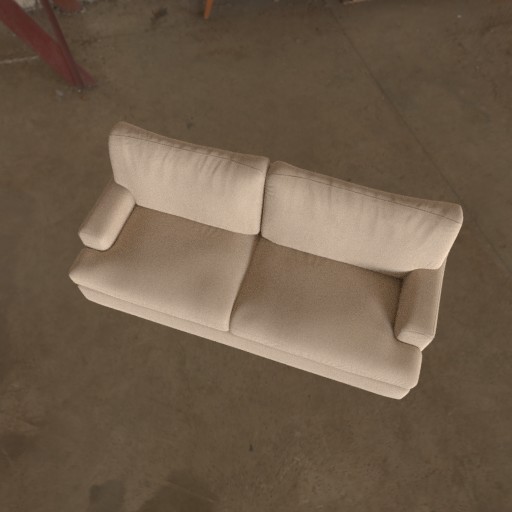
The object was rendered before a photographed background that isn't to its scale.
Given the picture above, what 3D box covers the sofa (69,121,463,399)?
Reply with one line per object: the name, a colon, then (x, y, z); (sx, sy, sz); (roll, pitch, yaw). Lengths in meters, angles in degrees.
sofa: (0.000, 0.000, 2.660); (2.147, 0.925, 0.929); (16, 61, 9)
